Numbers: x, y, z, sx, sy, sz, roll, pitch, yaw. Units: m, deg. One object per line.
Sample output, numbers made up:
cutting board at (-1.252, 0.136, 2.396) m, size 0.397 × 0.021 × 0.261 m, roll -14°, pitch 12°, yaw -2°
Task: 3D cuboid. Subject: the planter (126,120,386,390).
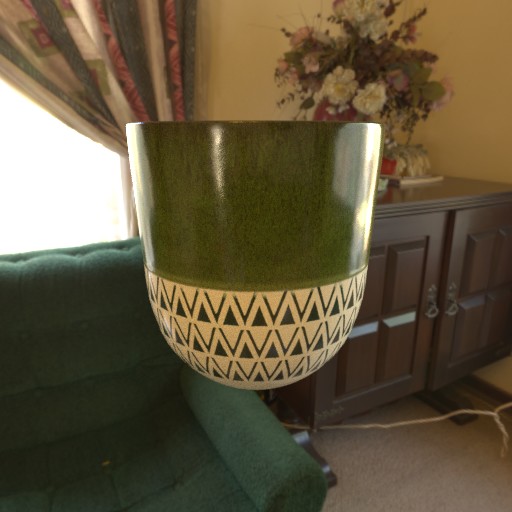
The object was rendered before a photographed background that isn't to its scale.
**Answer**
planter at (0.000, 0.000, 0.471) m, size 0.245 × 0.270 × 0.245 m, roll 0°, pitch 16°, yaw 0°
